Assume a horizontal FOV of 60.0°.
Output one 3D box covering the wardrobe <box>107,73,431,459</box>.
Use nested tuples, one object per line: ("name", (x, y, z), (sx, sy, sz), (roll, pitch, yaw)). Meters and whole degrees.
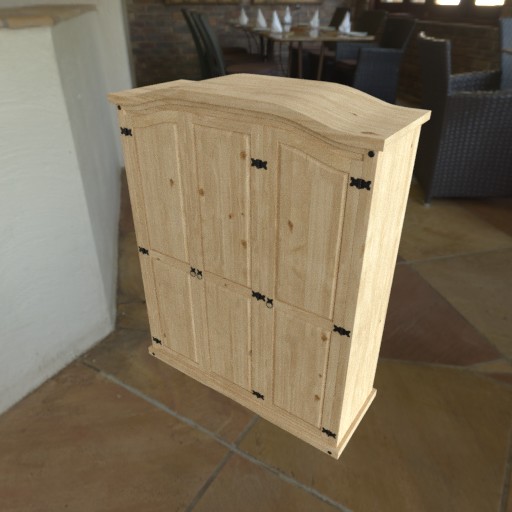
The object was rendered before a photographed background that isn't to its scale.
("wardrobe", (0.000, 0.000, 2.571), (1.500, 1.870, 0.570), (19, 35, 29))
